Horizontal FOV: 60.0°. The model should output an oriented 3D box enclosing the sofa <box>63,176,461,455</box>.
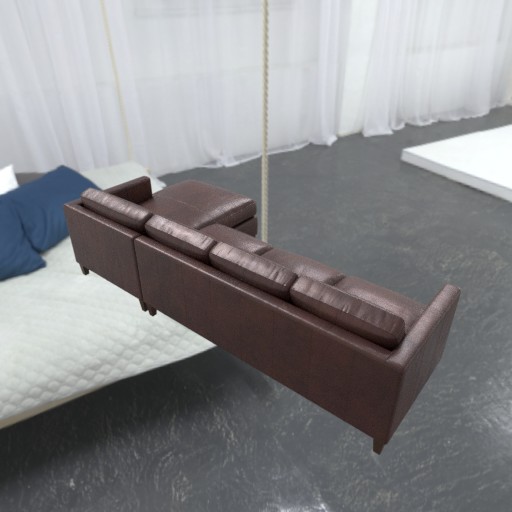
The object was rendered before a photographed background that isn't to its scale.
[{"bbox_3d":[0.000,0.000,3.779,3.203,0.883,1.581,23,38,33],"label":"sofa"}]
